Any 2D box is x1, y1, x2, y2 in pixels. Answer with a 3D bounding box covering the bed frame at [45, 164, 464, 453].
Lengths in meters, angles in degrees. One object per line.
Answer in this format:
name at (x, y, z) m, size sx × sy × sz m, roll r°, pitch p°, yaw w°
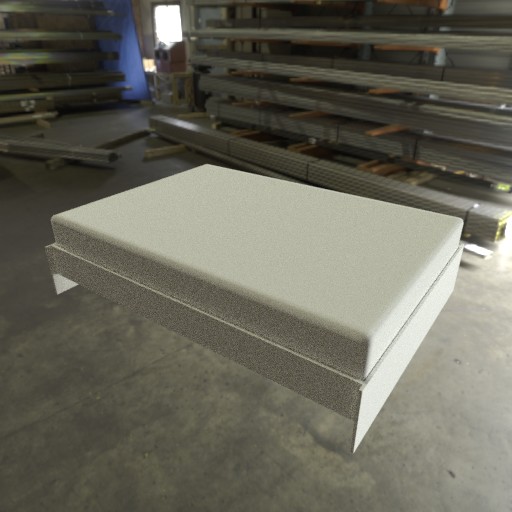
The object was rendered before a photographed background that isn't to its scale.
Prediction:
bed frame at (0.000, 0.000, 2.592) m, size 1.945 × 0.497 × 1.445 m, roll 18°, pitch 32°, yaw 31°
